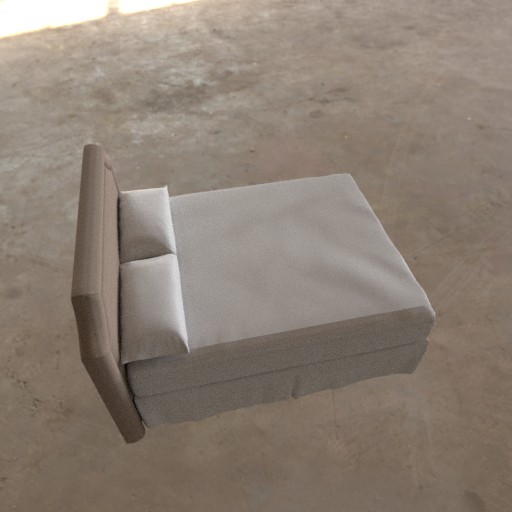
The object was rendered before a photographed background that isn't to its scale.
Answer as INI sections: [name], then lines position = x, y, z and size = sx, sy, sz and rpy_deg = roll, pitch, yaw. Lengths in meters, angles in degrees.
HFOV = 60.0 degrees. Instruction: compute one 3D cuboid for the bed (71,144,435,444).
[bed]
position = 0.000, 0.000, 3.219
size = 2.164, 1.303, 1.828
rpy_deg = -9, 47, -8
